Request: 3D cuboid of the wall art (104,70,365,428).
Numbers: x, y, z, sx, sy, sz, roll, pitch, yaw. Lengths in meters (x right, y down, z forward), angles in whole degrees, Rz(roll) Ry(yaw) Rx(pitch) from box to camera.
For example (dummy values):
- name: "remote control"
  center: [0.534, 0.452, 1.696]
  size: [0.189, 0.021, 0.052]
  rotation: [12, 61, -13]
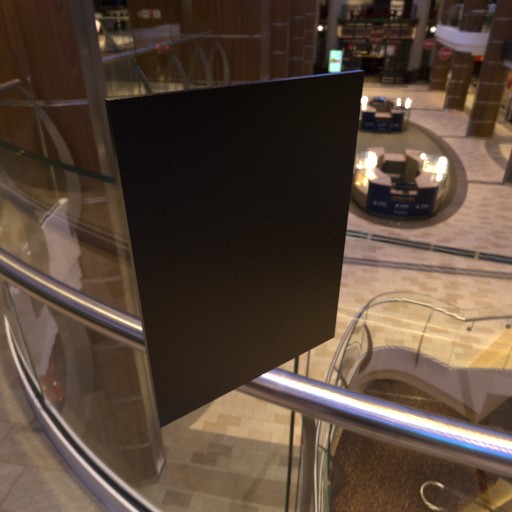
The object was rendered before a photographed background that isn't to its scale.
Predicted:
- name: "wall art"
  center: [0.000, 0.000, 0.790]
  size: [0.442, 0.582, 0.013]
  rotation: [-19, 35, -30]
